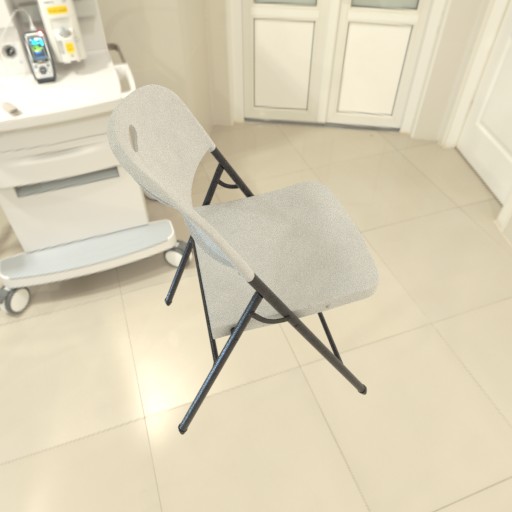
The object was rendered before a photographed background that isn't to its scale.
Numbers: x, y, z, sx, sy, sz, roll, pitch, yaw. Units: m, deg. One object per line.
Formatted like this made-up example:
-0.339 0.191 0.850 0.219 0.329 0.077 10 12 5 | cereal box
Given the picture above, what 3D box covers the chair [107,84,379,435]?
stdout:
0.000 0.000 1.148 0.566 0.810 0.494 -9 46 -9 | chair
